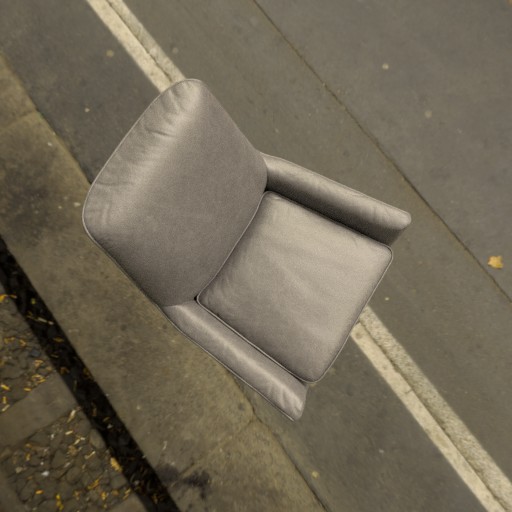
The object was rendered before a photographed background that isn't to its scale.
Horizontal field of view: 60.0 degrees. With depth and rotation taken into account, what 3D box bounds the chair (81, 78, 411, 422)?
[{"bbox_3d":[0.000,0.000,1.517,0.822,0.888,0.787,31,80,6],"label":"chair"}]
